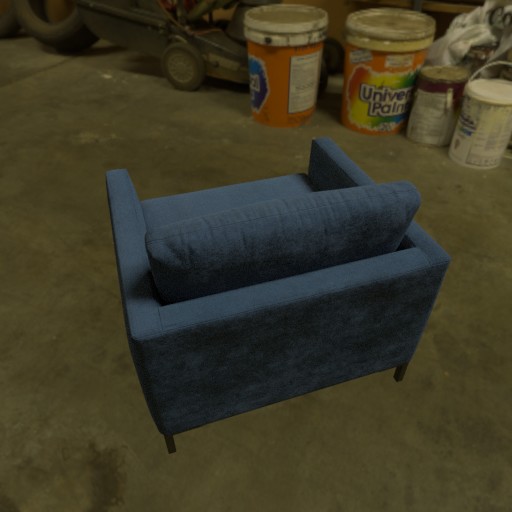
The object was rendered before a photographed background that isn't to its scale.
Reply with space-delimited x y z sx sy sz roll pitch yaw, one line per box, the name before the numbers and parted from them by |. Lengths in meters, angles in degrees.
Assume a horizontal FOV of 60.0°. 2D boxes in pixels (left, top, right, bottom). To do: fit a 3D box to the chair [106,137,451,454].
chair | 0.000 0.000 1.633 0.964 0.812 0.875 -12 42 -14
